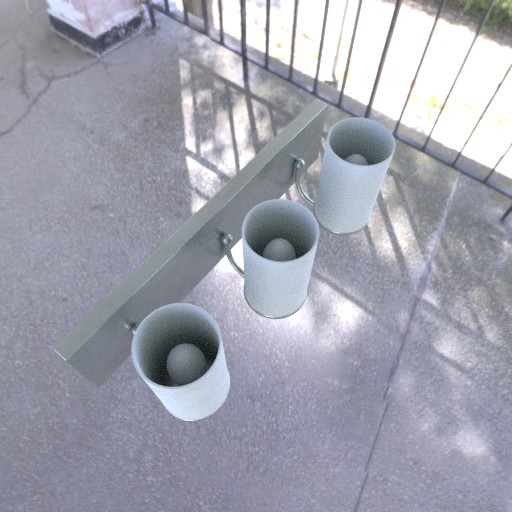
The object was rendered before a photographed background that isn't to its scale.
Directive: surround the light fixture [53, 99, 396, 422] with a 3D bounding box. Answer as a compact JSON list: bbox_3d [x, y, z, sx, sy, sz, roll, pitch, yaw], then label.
[{"bbox_3d":[0.000,0.000,0.537,0.145,0.172,0.451,34,65,18],"label":"light fixture"}]
